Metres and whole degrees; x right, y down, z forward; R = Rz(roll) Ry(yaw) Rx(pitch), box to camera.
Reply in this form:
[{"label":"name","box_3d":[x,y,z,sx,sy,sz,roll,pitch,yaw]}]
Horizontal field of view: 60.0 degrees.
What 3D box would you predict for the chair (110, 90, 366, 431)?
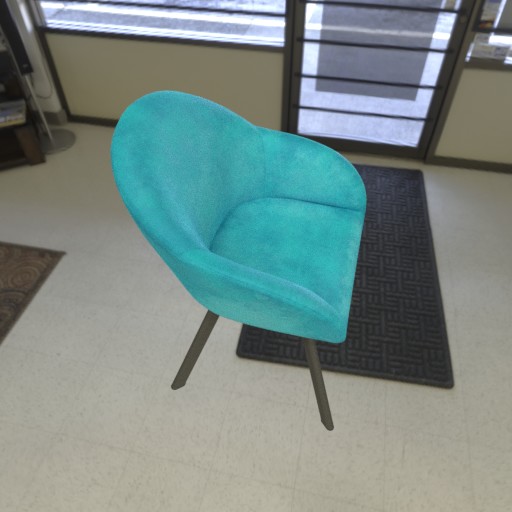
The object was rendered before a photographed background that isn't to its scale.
[{"label":"chair","box_3d":[0.000,0.000,1.195,0.590,0.795,0.550,11,47,10]}]
